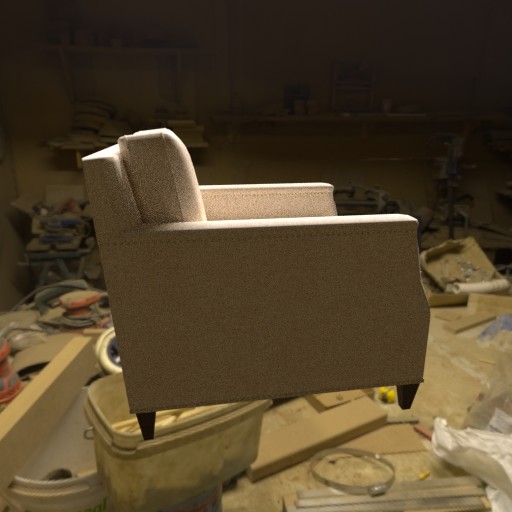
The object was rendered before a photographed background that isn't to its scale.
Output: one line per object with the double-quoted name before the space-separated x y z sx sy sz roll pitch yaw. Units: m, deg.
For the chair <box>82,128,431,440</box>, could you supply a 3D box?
"chair" 0.000 0.000 1.706 1.041 0.940 0.838 -3 17 -10
